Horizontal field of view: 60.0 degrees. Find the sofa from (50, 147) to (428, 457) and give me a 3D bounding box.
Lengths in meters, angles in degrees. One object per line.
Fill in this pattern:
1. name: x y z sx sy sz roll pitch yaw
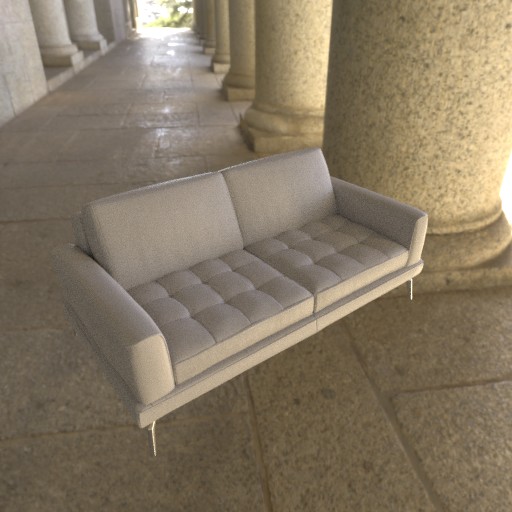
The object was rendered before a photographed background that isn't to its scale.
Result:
1. sofa: 0.000 0.000 2.777 2.177 0.930 1.121 -21 36 -32
